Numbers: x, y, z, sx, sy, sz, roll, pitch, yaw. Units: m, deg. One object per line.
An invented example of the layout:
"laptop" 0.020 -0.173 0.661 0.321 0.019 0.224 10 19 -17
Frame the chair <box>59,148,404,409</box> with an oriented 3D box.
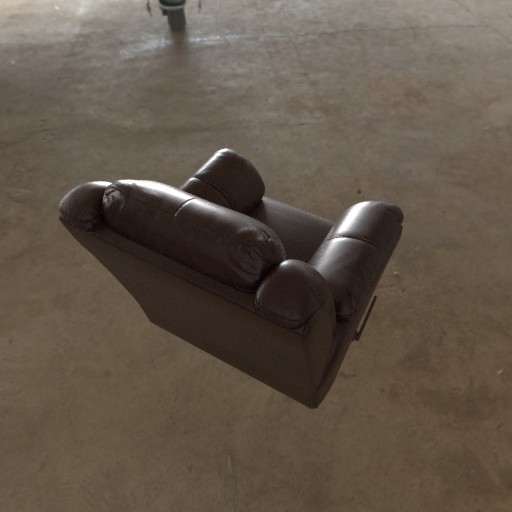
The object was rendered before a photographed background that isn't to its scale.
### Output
"chair" 0.000 0.000 1.879 0.990 1.093 1.041 23 50 21
